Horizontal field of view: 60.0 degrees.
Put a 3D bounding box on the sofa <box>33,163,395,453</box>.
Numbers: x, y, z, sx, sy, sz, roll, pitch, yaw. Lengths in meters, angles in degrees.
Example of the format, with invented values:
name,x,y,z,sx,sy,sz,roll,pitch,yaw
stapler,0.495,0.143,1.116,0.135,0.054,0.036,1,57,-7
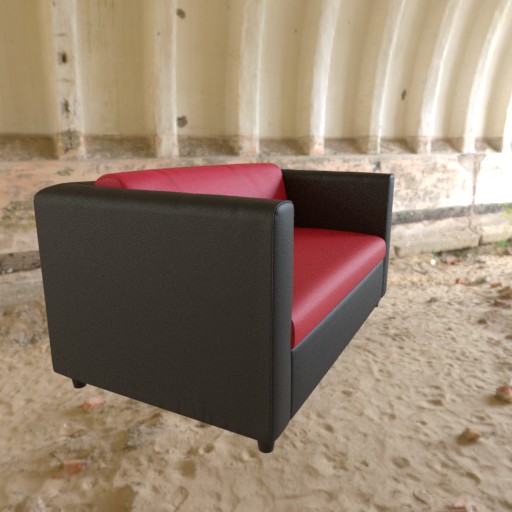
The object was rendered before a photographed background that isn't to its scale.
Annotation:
name,x,y,z,sx,sy,sz,roll,pitch,yaw
sofa,0.000,0.000,1.850,0.845,0.735,1.410,7,15,27
